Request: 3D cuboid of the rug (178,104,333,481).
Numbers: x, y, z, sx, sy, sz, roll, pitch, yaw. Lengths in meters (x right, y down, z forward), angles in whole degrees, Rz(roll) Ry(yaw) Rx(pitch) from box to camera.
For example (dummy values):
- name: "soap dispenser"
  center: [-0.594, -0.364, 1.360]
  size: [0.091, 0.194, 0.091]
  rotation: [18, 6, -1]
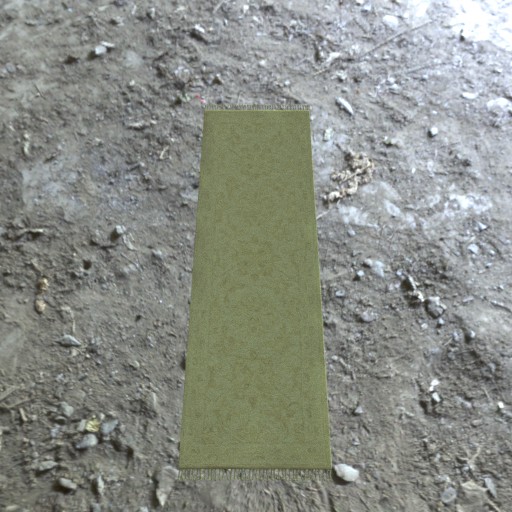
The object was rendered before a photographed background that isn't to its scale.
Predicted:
- name: "rug"
  center: [0.000, 0.000, 2.813]
  size: [0.795, 0.015, 2.544]
  rotation: [0, 64, 0]
